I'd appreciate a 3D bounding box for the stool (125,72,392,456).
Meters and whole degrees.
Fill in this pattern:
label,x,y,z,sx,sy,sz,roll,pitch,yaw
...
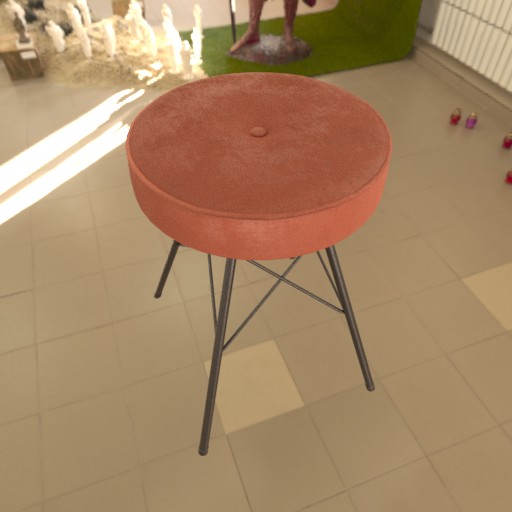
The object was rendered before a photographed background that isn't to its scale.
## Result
label,x,y,z,sx,sy,sz,roll,pitch,yaw
stool,0.000,0.000,0.890,0.421,0.593,0.457,-16,49,-14
